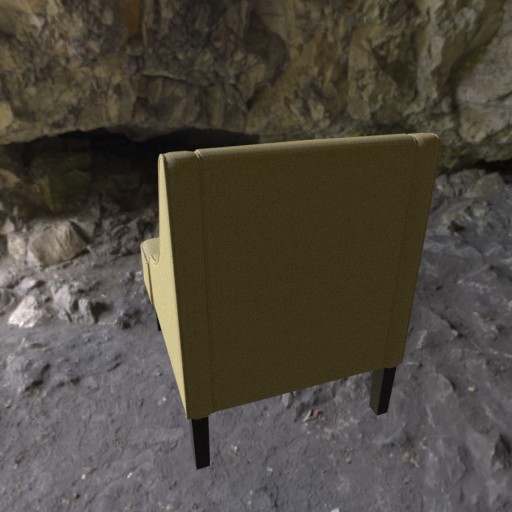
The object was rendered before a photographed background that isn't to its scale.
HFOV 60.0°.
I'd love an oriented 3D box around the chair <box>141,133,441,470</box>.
[{"bbox_3d":[0.000,0.000,1.491,0.696,0.896,0.814,-9,27,-18],"label":"chair"}]
